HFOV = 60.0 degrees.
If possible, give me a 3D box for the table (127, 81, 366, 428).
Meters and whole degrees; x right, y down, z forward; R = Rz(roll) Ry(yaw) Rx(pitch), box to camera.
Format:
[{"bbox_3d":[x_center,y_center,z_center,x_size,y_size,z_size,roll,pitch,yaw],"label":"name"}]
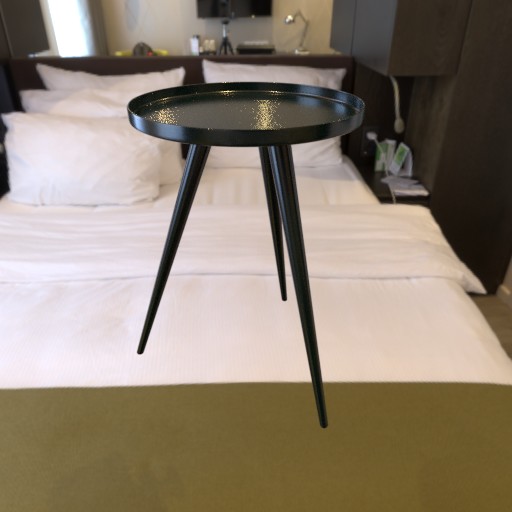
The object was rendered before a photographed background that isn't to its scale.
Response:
[{"bbox_3d":[0.000,0.000,0.823,0.403,0.548,0.415,-18,35,-29],"label":"table"}]
